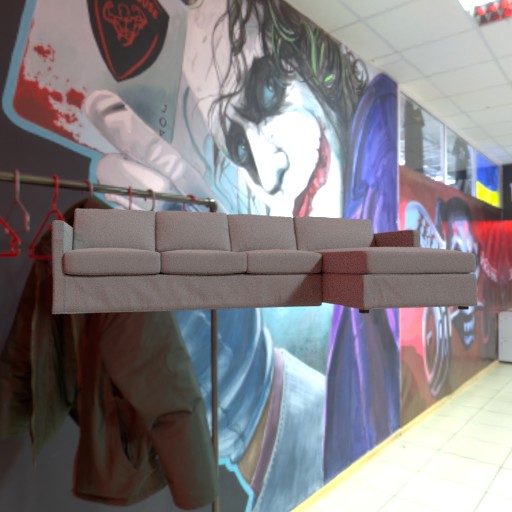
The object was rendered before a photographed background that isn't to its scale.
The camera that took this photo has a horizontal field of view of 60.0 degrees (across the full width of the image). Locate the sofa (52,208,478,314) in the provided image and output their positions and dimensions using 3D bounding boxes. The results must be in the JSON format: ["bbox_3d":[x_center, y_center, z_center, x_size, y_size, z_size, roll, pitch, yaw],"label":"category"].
[{"bbox_3d":[0.000,0.000,3.786,3.177,0.867,1.622,0,-1,-17],"label":"sofa"}]
